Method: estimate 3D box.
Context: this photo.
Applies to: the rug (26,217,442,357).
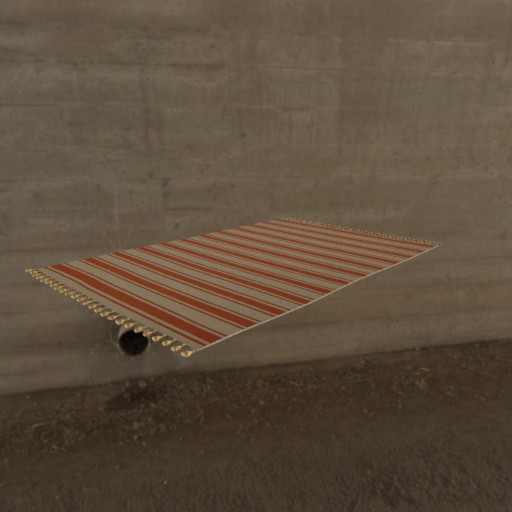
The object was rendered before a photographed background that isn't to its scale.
[{"bbox_3d":[0.000,0.000,2.991,1.556,0.022,2.433,14,21,42],"label":"rug"}]
